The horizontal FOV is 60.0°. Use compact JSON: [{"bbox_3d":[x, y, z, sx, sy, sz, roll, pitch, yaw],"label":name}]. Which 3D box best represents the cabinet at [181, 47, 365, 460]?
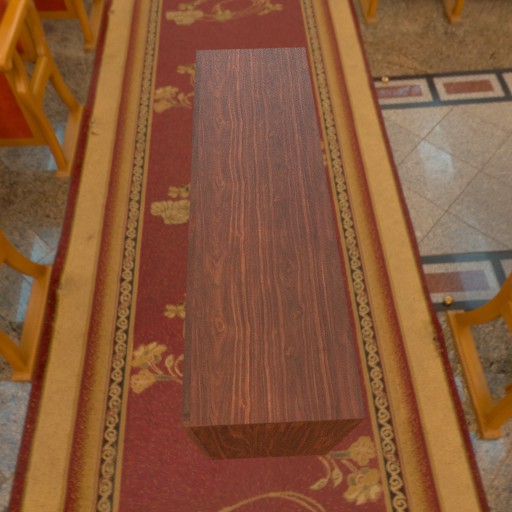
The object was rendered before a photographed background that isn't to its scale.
[{"bbox_3d":[0.000,0.000,1.961,0.505,0.940,1.575,-2,59,-1],"label":"cabinet"}]
